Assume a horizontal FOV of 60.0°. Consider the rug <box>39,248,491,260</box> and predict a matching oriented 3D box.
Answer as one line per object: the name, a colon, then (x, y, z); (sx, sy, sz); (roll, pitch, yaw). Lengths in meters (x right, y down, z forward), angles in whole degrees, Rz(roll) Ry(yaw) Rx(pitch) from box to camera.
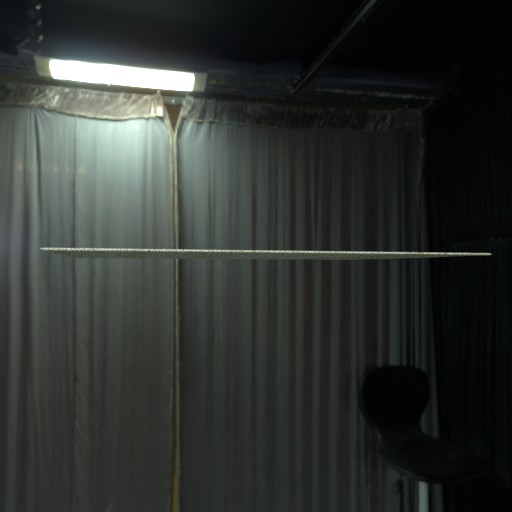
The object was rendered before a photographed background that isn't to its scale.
rug: (0.000, 0.000, 2.159); (1.758, 0.010, 1.143); (0, -2, -18)
